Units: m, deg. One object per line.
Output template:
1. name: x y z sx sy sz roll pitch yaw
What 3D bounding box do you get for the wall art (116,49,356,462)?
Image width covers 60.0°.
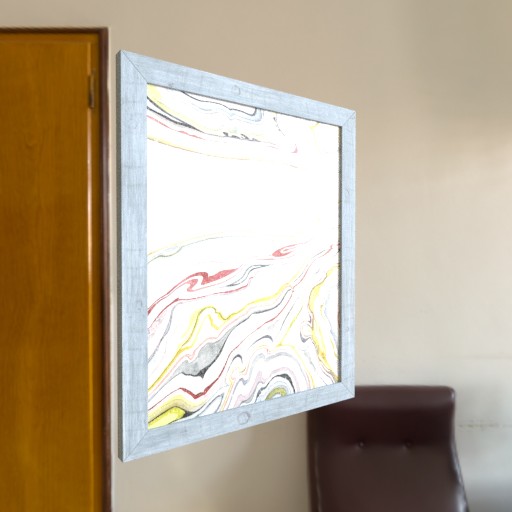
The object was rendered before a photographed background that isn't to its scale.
1. wall art: 0.000 0.000 0.771 0.479 0.582 0.022 -1 1 -35
